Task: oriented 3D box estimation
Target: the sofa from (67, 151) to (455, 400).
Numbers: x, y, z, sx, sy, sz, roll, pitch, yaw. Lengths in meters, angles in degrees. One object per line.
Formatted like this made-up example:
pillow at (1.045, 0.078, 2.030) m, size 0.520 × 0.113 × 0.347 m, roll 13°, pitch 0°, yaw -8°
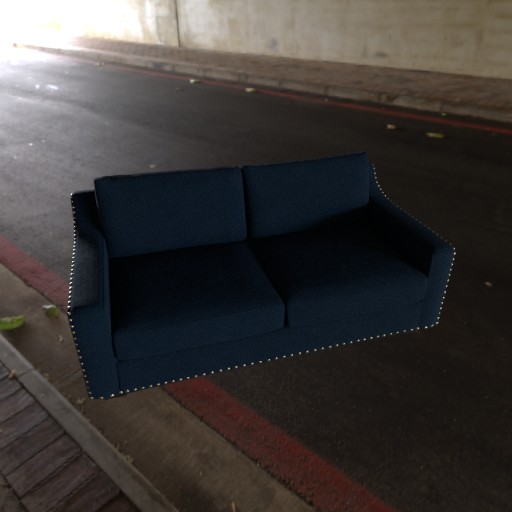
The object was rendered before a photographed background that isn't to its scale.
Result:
sofa at (0.000, 0.000, 2.764) m, size 2.107 × 0.983 × 1.104 m, roll -9°, pitch 32°, yaw -14°
